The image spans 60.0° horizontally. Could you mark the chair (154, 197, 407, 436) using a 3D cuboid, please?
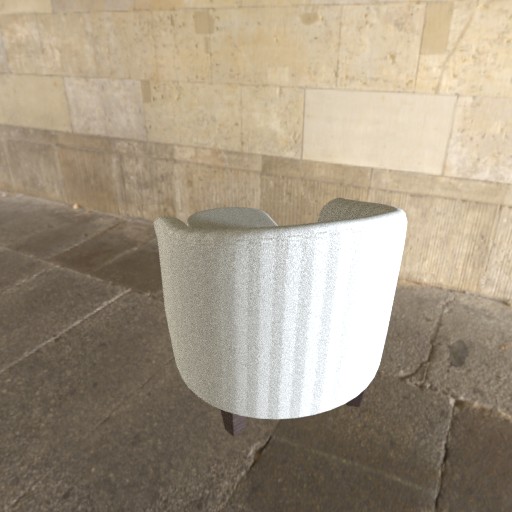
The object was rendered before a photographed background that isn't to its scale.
[{"bbox_3d":[0.000,0.000,1.754,0.756,0.757,1.288,-7,27,-15],"label":"chair"}]
